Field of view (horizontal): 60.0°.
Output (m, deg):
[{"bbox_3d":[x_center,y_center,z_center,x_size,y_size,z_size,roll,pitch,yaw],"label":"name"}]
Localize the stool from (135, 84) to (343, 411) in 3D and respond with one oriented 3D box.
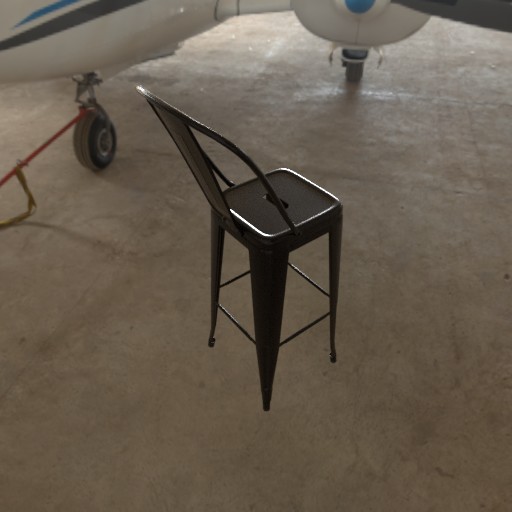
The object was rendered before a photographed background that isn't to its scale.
[{"bbox_3d":[0.000,0.000,1.367,0.513,1.096,0.399,-27,47,-28],"label":"stool"}]
